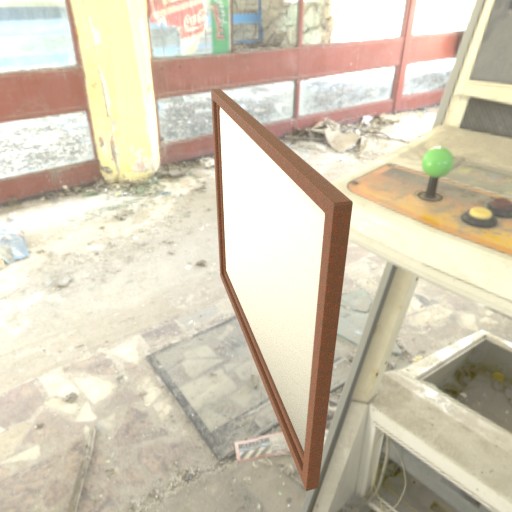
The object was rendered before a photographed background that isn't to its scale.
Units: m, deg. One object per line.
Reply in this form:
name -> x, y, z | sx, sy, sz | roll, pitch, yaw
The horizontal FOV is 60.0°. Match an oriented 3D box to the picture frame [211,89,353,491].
picture frame -> 0.000, 0.000, 1.737 | 0.045, 1.018, 1.329 | -8, 32, -14
